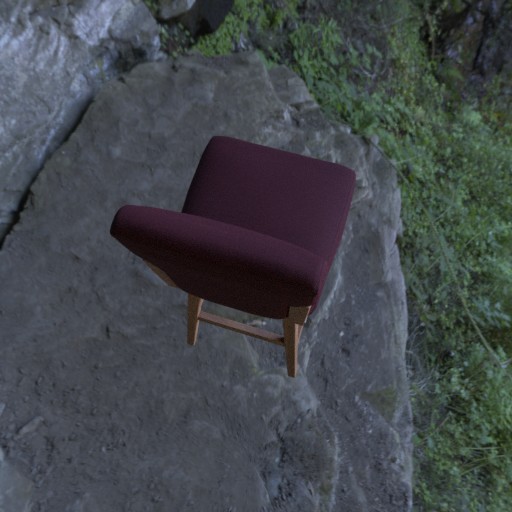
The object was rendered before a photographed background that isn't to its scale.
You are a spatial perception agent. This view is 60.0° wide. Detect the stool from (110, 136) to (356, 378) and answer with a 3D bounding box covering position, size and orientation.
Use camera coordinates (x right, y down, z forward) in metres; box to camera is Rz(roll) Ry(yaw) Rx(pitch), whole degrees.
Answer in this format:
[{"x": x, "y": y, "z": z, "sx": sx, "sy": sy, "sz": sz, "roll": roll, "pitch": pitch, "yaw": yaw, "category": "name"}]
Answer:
[{"x": 0.000, "y": 0.000, "z": 1.378, "sx": 0.468, "sy": 1.093, "sz": 0.562, "roll": 16, "pitch": 65, "yaw": 8, "category": "stool"}]
